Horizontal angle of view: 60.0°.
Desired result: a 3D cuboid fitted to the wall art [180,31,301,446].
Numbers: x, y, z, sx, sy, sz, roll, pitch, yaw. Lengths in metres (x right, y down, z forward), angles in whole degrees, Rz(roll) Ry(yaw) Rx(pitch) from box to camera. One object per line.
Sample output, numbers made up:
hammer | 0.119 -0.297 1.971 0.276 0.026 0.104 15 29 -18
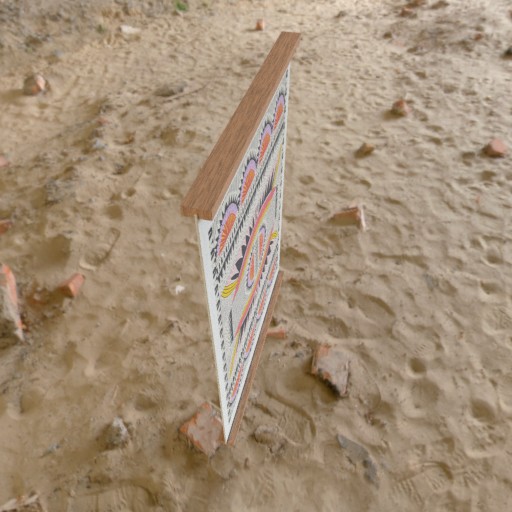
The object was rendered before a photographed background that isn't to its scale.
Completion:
wall art | 0.000 0.000 0.696 0.028 0.527 0.403 11 48 10
